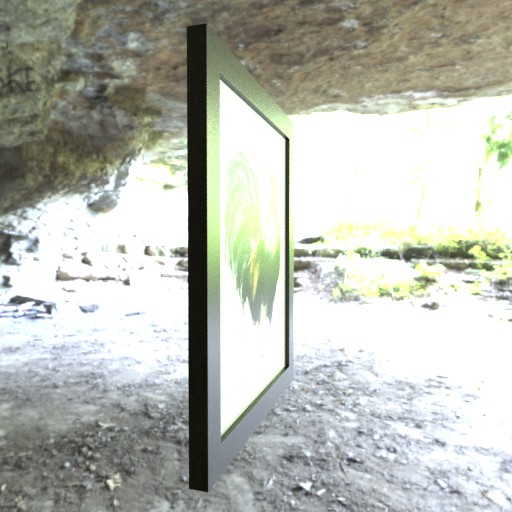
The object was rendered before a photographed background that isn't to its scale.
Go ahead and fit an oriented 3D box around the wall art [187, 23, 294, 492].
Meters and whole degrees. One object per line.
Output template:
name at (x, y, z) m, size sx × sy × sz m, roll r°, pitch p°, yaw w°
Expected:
wall art at (0.000, 0.000, 0.779) m, size 0.027 × 0.580 × 0.479 m, roll 1°, pitch 2°, yaw 18°
